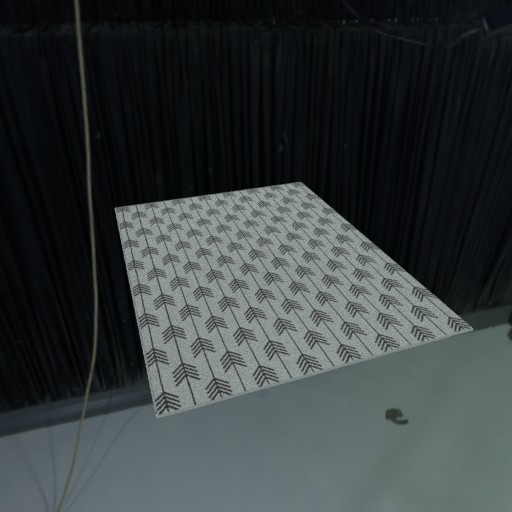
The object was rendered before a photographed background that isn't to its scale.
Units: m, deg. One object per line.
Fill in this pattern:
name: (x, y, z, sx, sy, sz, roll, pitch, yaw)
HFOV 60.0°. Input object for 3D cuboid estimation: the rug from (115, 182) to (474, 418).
rug: (0.000, 0.000, 4.164, 2.330, 0.010, 3.061, -11, 33, -17)
